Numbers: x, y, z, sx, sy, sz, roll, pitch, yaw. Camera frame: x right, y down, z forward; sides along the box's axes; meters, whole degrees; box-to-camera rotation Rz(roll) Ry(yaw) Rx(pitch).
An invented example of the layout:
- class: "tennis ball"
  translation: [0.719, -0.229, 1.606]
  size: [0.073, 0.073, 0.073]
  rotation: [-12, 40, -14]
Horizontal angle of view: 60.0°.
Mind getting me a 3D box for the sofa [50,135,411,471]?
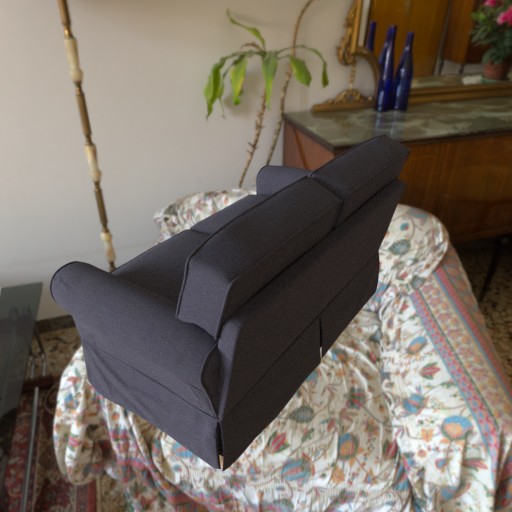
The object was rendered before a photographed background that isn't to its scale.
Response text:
- class: "sofa"
  translation: [0.000, 0.000, 2.336]
  size: [0.997, 1.059, 1.801]
  rotation: [20, 37, 30]
